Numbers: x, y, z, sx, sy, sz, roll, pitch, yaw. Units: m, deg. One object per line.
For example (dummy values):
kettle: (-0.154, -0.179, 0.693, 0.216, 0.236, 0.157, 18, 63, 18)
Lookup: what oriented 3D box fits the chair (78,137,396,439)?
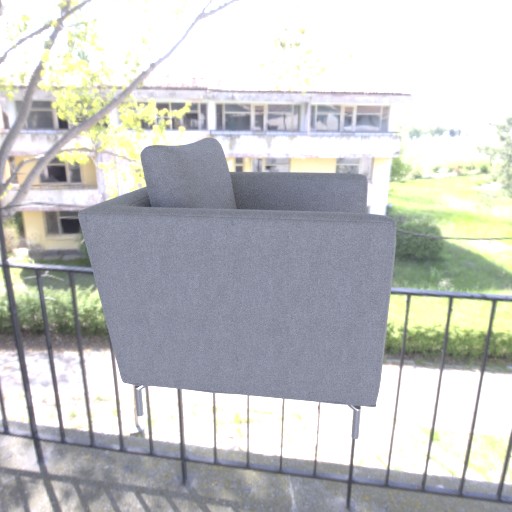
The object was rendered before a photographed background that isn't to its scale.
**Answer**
chair: (0.000, 0.000, 1.720, 0.889, 0.864, 1.041, 3, 17, 9)
